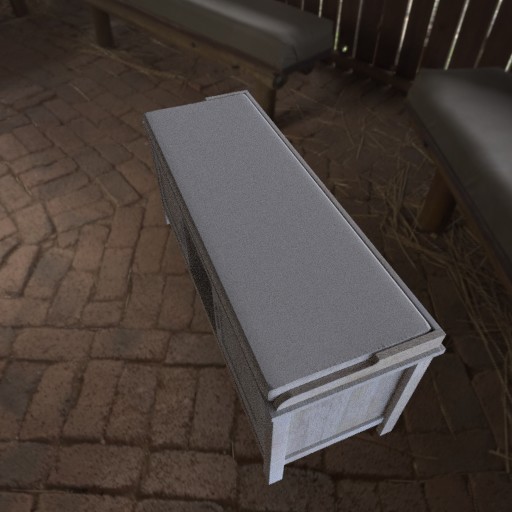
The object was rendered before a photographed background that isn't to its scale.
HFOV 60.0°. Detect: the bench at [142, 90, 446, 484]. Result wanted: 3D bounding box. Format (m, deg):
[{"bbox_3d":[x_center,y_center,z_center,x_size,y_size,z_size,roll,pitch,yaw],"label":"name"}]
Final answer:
[{"bbox_3d":[0.000,0.000,1.386,0.398,0.501,1.140,-16,49,-15],"label":"bench"}]
